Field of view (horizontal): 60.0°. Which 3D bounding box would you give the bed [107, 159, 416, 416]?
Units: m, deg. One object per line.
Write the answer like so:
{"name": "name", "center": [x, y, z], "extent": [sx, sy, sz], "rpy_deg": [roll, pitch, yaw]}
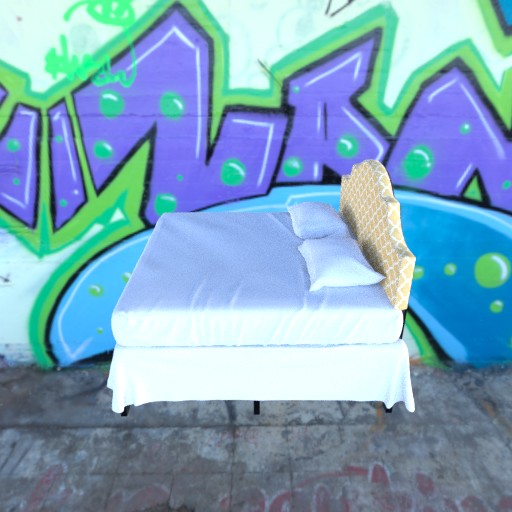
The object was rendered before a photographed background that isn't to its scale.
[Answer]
{"name": "bed", "center": [0.000, 0.000, 3.793], "extent": [2.222, 1.601, 2.314], "rpy_deg": [0, 25, -1]}
